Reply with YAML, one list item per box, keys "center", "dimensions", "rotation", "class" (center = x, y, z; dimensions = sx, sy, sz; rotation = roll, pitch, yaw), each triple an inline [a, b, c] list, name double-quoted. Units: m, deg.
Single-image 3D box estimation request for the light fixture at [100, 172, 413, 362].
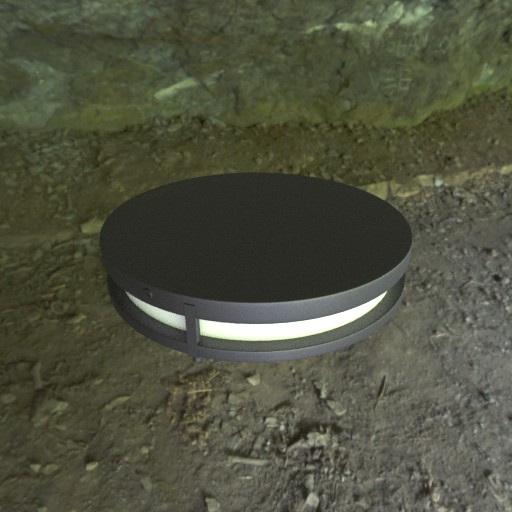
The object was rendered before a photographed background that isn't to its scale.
- center: [0.000, 0.000, 0.547]
  dimensions: [0.356, 0.102, 0.356]
  rotation: [0, 28, 0]
  class: "light fixture"
